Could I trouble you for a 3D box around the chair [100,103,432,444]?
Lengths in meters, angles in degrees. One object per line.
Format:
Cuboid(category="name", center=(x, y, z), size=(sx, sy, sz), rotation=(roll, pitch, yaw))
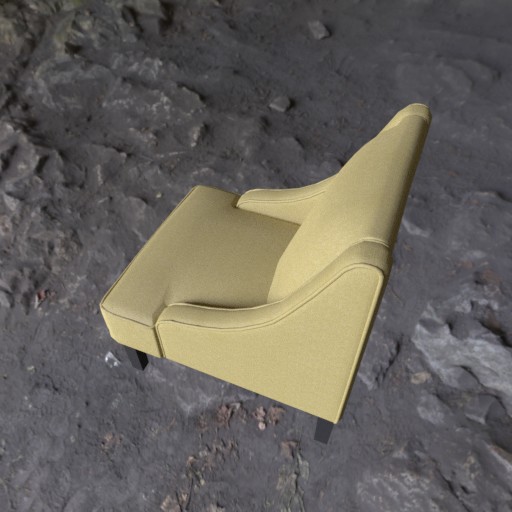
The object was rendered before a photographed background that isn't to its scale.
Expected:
Cuboid(category="chair", center=(0.000, 0.000, 1.456), size=(0.814, 0.896, 0.696), rotation=(17, 49, 15))
